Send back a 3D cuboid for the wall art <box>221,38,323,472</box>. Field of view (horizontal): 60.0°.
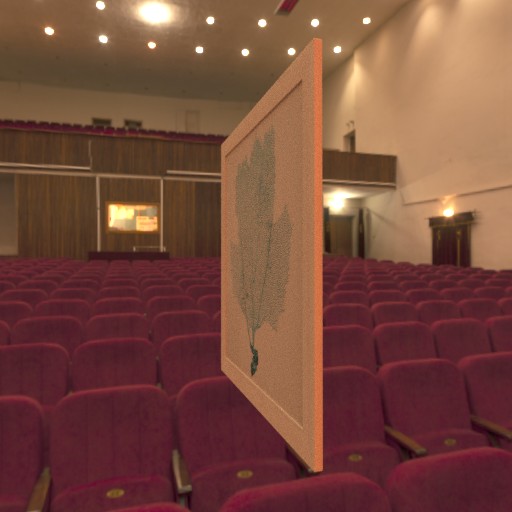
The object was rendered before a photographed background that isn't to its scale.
[{"bbox_3d":[0.000,0.000,0.876,0.013,0.584,0.584,0,-1,-17],"label":"wall art"}]
